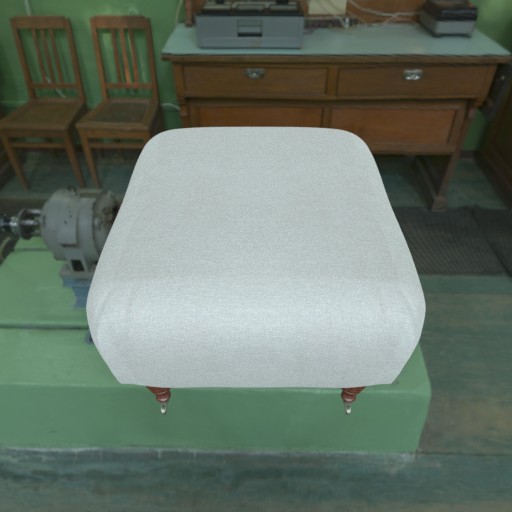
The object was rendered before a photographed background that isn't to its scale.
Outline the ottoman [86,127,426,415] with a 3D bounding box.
[{"bbox_3d":[0.000,0.000,1.131,0.639,0.450,0.746,0,42,0],"label":"ottoman"}]
